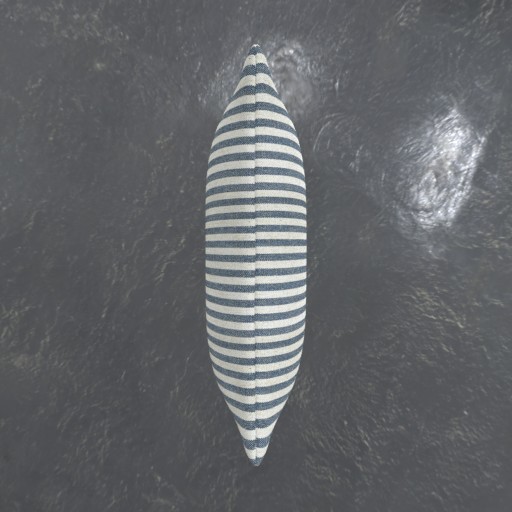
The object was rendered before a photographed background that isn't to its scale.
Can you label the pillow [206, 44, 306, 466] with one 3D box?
[{"bbox_3d":[0.000,0.000,0.792,0.166,0.510,0.523,0,92,-1],"label":"pillow"}]
